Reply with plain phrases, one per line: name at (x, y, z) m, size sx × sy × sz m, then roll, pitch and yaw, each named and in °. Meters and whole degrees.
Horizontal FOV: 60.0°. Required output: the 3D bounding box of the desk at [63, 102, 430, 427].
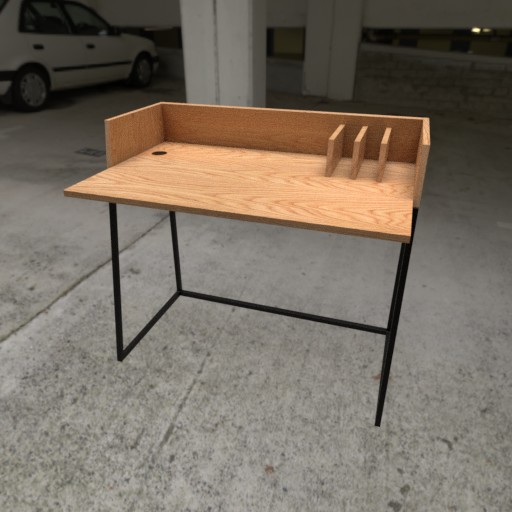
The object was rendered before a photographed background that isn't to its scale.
desk at (0.000, 0.000, 1.856) m, size 1.191 × 1.061 × 0.769 m, roll 9°, pitch 30°, yaw 16°
